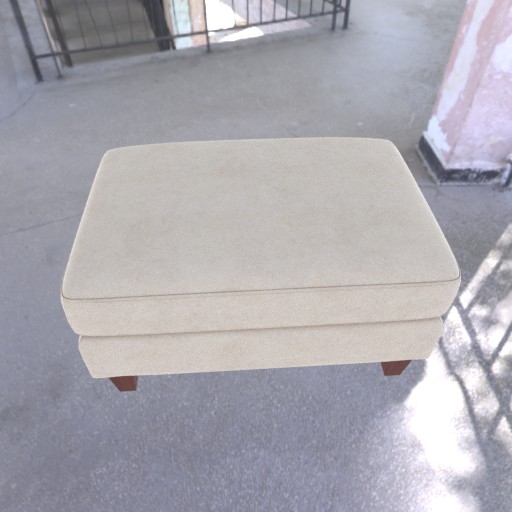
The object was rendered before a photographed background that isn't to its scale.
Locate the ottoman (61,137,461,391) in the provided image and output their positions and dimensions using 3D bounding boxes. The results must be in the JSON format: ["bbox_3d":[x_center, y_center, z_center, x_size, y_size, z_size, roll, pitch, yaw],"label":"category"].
[{"bbox_3d":[0.000,0.000,1.222,0.864,0.483,0.584,-3,46,-3],"label":"ottoman"}]
